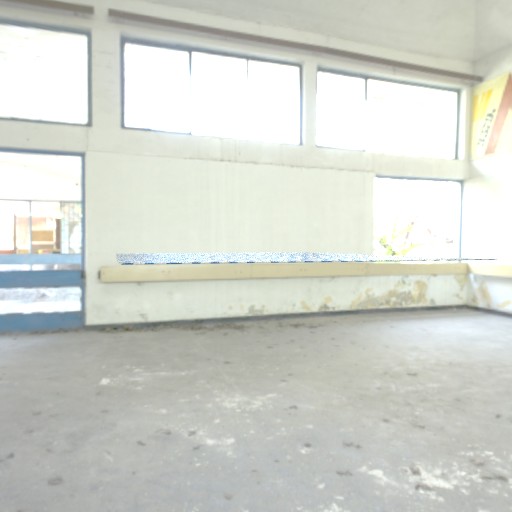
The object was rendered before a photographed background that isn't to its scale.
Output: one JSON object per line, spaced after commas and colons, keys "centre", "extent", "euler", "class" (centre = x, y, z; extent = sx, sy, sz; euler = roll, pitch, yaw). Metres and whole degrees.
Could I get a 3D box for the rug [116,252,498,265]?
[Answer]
{"centre": [0.000, 0.000, 4.075], "extent": [2.453, 0.008, 3.059], "euler": [0, 1, -18], "class": "rug"}
